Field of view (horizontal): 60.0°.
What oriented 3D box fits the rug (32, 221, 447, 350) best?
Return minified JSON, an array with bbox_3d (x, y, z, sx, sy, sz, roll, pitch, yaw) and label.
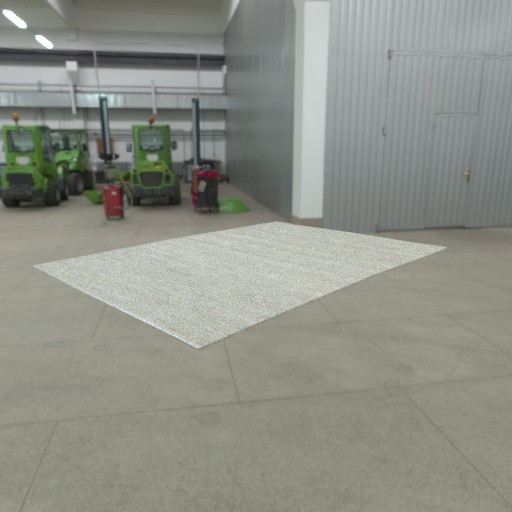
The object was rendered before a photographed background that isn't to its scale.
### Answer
[{"bbox_3d":[0.000,0.000,2.926,1.624,0.030,2.264,13,19,43],"label":"rug"}]
